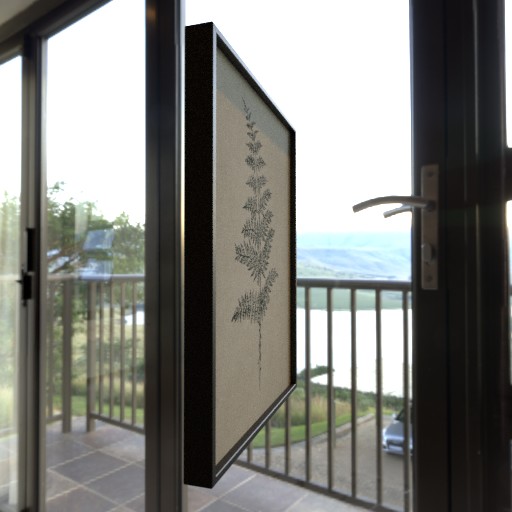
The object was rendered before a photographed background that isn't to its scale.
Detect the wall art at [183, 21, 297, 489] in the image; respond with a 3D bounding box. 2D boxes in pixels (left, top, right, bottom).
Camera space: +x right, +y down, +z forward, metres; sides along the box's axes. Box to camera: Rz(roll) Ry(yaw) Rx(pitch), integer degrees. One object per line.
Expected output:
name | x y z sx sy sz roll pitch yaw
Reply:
wall art | 0.000 0.000 0.744 0.039 0.555 0.449 0 -1 18
